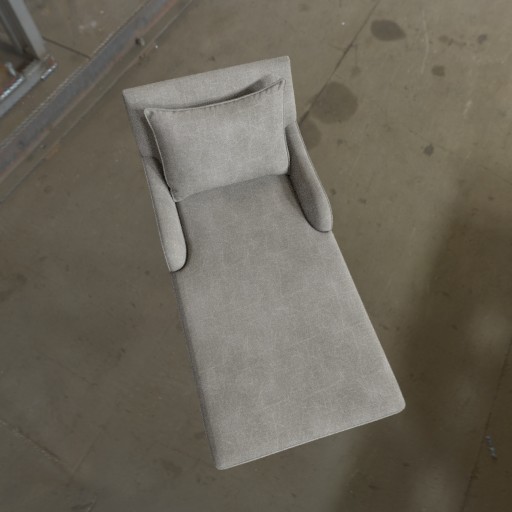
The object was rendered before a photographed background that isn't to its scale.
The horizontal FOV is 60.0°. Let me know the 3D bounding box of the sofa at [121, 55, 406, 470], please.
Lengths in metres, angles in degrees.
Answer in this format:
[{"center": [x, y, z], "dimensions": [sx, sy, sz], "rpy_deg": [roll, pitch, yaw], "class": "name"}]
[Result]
[{"center": [0.000, 0.000, 2.228], "dimensions": [0.894, 0.859, 1.779], "rpy_deg": [-15, 65, -7], "class": "sofa"}]
